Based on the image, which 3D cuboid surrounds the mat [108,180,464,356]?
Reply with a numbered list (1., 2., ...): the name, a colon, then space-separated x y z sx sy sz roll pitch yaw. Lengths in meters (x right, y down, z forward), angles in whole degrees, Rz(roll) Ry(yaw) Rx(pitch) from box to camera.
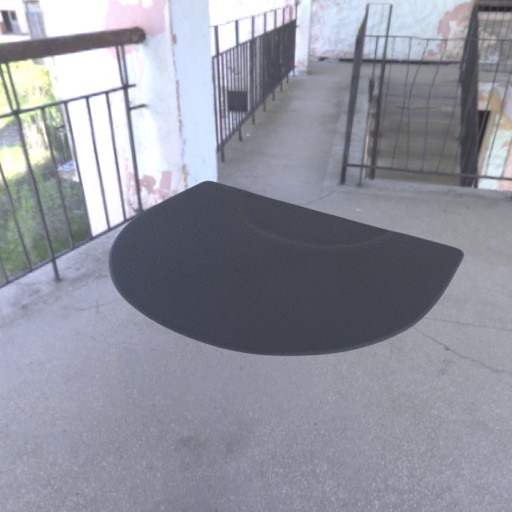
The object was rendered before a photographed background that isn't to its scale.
1. mat: 0.000 0.000 1.571 1.220 0.016 0.917 20 36 29
